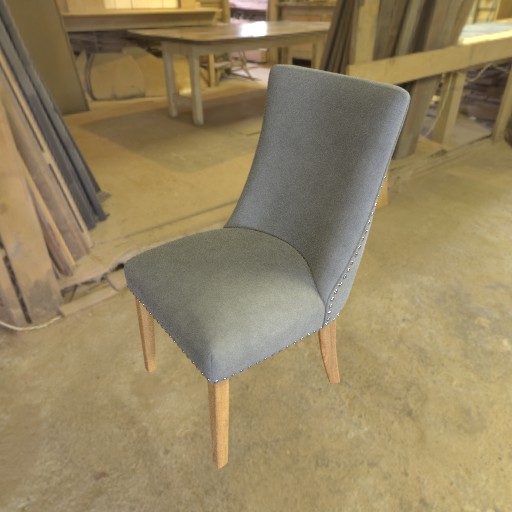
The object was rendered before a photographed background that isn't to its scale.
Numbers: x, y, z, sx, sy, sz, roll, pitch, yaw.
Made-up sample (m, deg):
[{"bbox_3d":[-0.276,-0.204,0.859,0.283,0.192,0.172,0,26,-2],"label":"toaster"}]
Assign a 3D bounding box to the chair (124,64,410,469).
[{"bbox_3d":[0.000,0.000,1.237,0.610,0.902,0.495,-22,38,-31],"label":"chair"}]
